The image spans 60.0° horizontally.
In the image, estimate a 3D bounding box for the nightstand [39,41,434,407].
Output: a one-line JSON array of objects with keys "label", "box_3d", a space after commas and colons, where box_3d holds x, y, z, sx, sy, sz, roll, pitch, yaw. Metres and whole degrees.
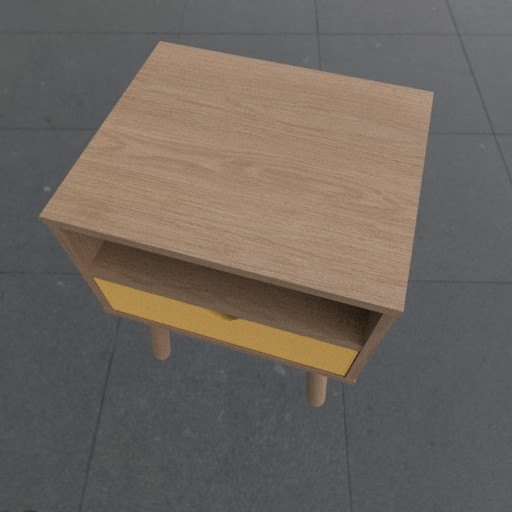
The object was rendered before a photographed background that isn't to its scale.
[{"label": "nightstand", "box_3d": [0.000, 0.000, 0.856, 0.450, 0.571, 0.380, 14, 60, 9]}]
